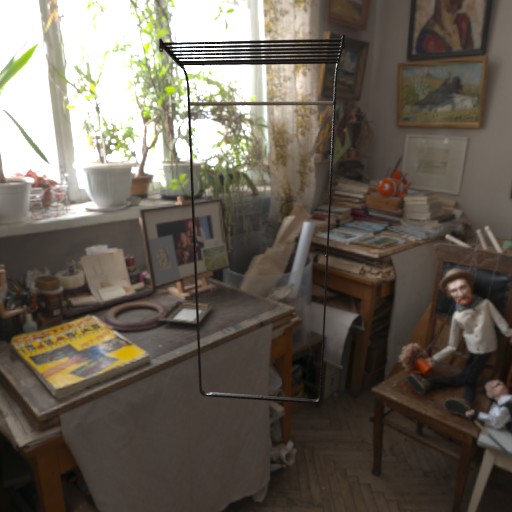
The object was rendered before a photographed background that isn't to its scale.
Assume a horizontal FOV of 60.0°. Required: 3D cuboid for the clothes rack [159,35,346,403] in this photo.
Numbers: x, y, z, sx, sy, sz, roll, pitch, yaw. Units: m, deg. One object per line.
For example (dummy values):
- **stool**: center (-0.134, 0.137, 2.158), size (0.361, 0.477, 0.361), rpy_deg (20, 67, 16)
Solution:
- **clothes rack**: center (0.000, 0.000, 1.816), size (0.609, 1.574, 0.349), rpy_deg (2, 17, 6)
